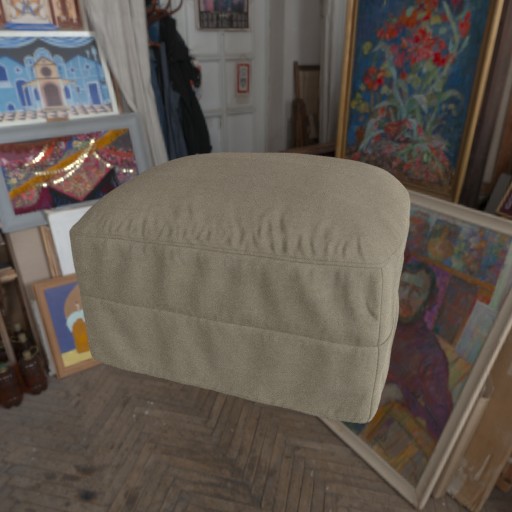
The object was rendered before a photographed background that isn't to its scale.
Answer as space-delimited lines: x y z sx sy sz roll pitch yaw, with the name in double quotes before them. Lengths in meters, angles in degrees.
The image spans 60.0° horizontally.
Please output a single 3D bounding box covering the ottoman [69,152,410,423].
"ottoman" 0.000 0.000 1.114 0.712 0.480 0.584 9 27 17
